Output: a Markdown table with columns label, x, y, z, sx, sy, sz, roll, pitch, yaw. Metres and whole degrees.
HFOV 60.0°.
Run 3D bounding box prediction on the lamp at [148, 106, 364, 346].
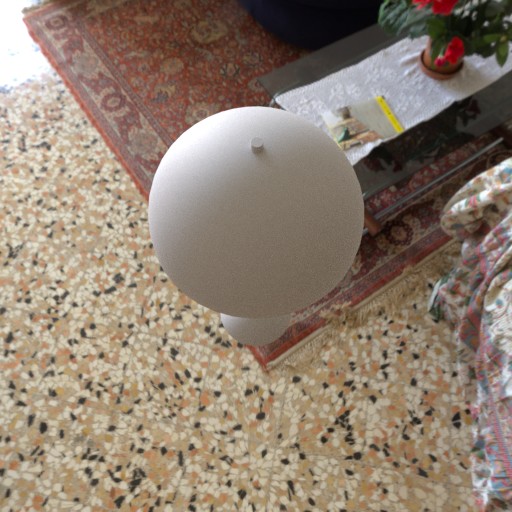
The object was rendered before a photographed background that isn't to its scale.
| label | x | y | z | sx | sy | sz | roll | pitch | yaw |
| --- | --- | --- | --- | --- | --- | --- | --- | --- | --- |
| lamp | 0.000 | 0.000 | 0.427 | 0.171 | 0.330 | 0.171 | 0 | 64 | 0 |
